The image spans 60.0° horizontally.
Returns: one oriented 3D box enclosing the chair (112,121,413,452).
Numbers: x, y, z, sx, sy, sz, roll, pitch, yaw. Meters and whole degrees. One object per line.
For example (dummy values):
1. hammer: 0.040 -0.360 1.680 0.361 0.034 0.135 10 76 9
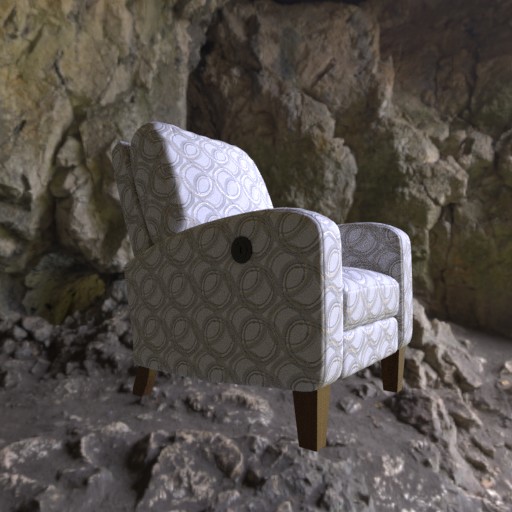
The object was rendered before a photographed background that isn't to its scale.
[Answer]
1. chair: 0.000 0.000 1.752 0.995 1.065 0.796 0 -1 36
